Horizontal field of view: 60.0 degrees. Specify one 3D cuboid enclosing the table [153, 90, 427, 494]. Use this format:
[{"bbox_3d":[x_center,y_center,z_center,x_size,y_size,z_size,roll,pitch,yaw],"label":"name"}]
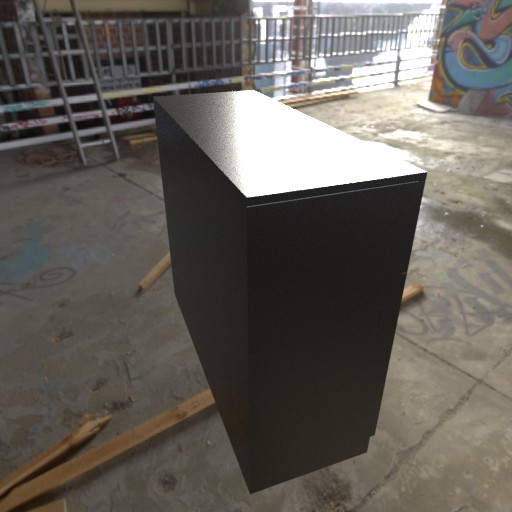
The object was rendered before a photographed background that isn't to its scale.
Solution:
[{"bbox_3d":[0.000,0.000,1.340,0.380,0.790,0.930,-11,31,-18],"label":"table"}]
